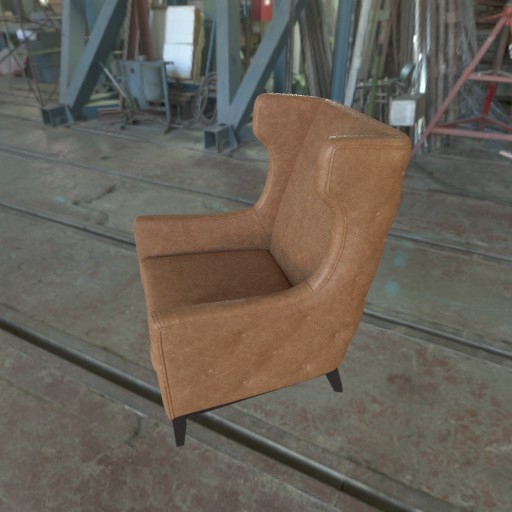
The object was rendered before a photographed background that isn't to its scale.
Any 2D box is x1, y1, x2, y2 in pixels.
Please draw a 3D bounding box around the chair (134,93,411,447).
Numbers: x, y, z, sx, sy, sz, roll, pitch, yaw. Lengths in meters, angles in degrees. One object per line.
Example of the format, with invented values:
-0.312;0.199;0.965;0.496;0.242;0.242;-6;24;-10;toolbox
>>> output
0.000;0.000;1.727;0.899;1.079;0.766;-9;32;-15;chair
